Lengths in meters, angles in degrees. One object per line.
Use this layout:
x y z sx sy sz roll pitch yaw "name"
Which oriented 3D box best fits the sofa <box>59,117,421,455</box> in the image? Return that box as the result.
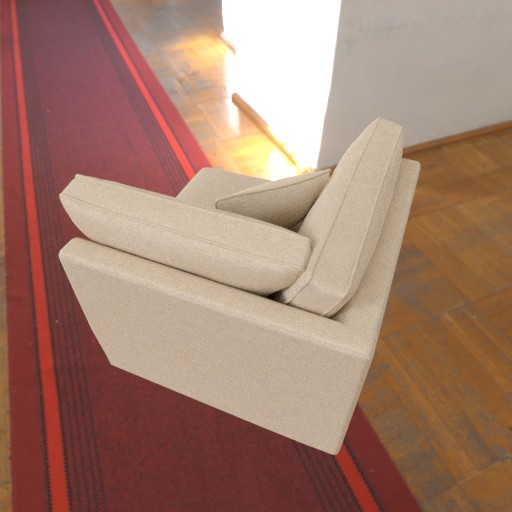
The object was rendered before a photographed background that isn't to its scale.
0.000 0.000 1.970 1.146 1.002 1.084 16 48 15 "sofa"
